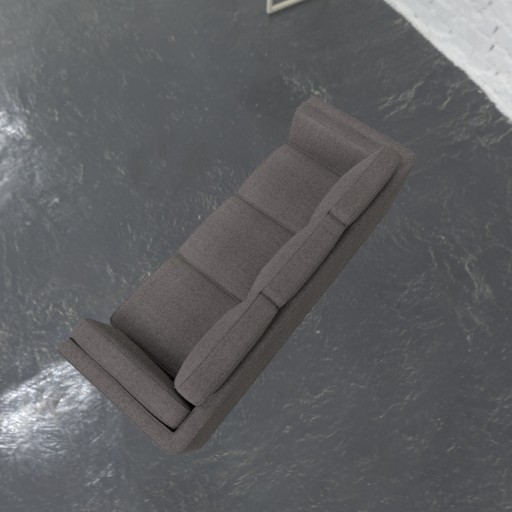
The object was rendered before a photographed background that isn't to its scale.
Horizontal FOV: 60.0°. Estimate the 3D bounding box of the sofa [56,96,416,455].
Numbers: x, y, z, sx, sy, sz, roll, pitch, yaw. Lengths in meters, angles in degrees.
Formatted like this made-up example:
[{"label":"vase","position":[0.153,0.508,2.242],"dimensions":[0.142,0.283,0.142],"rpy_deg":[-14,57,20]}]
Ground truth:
[{"label":"sofa","position":[0.000,0.000,2.831],"dimensions":[0.903,0.899,2.362],"rpy_deg":[36,69,16]}]
